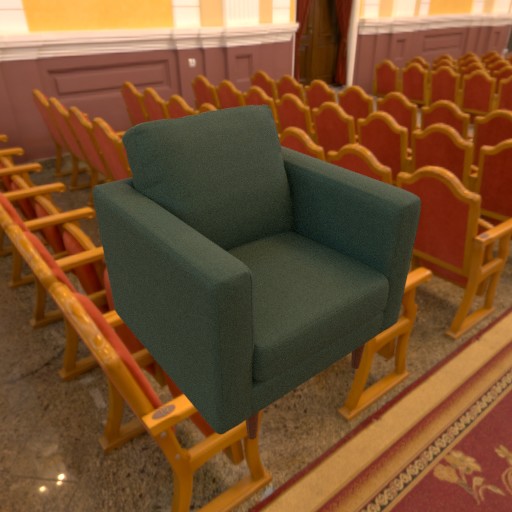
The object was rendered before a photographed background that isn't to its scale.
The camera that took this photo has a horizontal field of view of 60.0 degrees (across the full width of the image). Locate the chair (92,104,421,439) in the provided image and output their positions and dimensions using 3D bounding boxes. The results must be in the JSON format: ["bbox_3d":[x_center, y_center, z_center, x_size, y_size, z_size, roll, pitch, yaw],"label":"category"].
[{"bbox_3d":[0.000,0.000,1.609,0.855,0.927,0.800,-22,37,-32],"label":"chair"}]
